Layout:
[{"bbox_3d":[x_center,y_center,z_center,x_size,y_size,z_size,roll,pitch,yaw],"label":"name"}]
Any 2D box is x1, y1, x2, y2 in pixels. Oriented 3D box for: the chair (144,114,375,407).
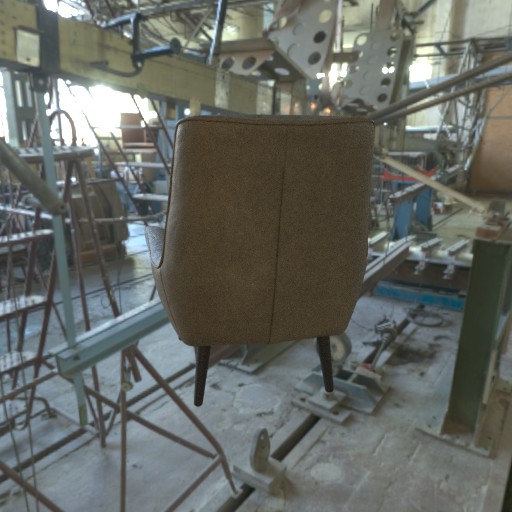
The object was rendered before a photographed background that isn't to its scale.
[{"bbox_3d":[0.000,0.000,1.524,0.787,0.888,0.824,-3,15,-10],"label":"chair"}]
